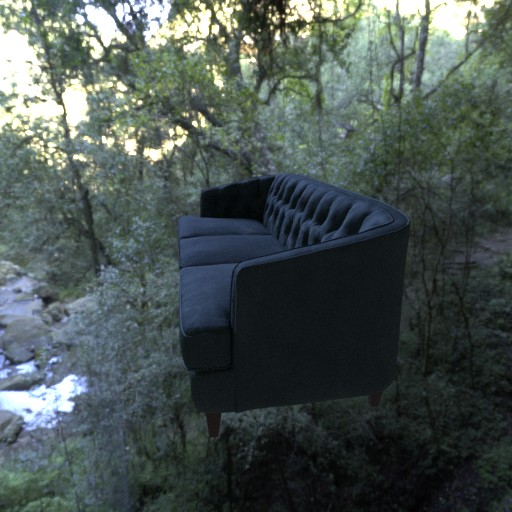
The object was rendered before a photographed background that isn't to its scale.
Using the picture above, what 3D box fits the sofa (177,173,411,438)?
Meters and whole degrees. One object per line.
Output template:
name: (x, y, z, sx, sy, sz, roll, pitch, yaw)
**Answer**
sofa: (0.000, 0.000, 2.692, 0.941, 0.855, 2.278, -3, 16, -10)
